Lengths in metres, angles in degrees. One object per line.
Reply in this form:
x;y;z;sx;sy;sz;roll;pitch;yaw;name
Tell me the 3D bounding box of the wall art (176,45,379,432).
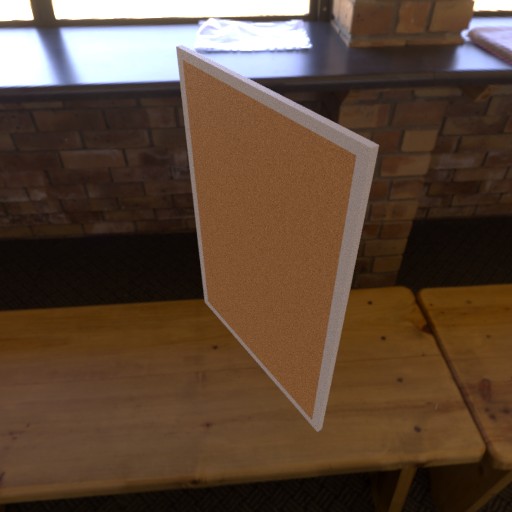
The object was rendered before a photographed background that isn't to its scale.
0.000;0.000;0.854;0.013;0.656;0.456;-26;48;-26;wall art
